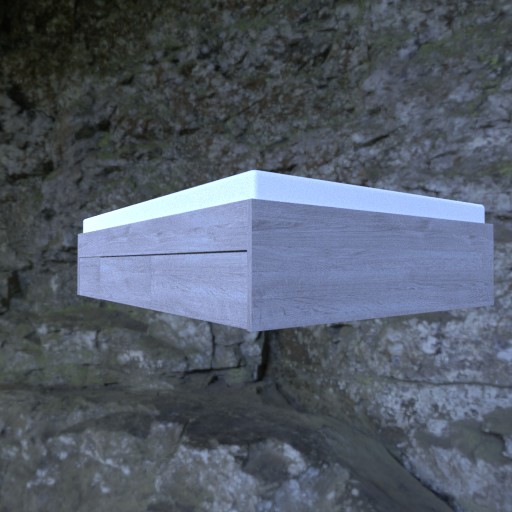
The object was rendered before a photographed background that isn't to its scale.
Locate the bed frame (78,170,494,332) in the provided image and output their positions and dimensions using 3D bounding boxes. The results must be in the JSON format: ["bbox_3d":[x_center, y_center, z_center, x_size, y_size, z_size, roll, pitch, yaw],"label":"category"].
[{"bbox_3d":[0.000,0.000,2.519,1.448,0.490,1.944,1,-1,-36],"label":"bed frame"}]
